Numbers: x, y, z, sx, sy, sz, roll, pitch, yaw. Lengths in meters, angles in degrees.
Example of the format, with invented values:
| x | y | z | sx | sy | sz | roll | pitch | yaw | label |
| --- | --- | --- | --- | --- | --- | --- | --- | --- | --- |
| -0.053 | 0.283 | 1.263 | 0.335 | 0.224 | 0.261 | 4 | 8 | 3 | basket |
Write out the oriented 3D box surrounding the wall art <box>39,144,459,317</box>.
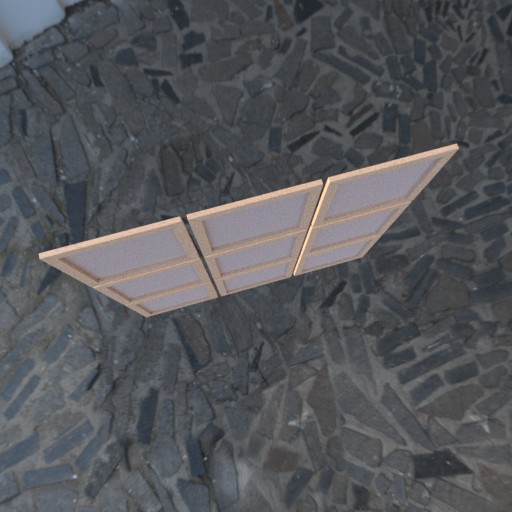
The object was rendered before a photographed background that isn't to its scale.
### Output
| x | y | z | sx | sy | sz | roll | pitch | yaw | label |
| --- | --- | --- | --- | --- | --- | --- | --- | --- | --- |
| 0.000 | 0.000 | 1.822 | 1.217 | 1.207 | 0.016 | -15 | 75 | -4 | wall art |
